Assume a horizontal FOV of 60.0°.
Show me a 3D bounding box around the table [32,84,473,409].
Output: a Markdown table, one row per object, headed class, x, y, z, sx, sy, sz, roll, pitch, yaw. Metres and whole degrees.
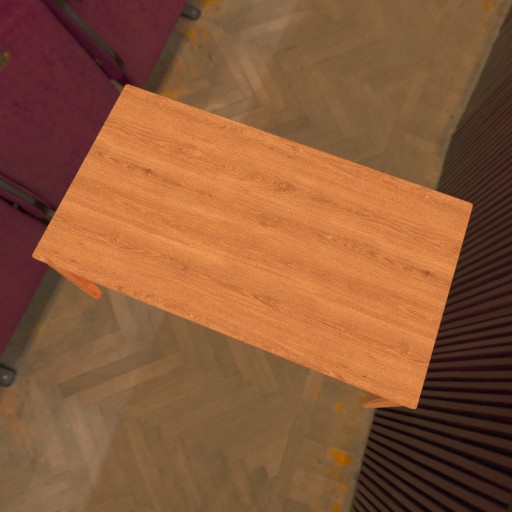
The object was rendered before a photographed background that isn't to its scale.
| class | x | y | z | sx | sy | sz | roll | pitch | yaw |
| --- | --- | --- | --- | --- | --- | --- | --- | --- | --- |
| table | 0.000 | 0.000 | 2.109 | 1.600 | 0.760 | 0.900 | 21 | 75 | 6 |
